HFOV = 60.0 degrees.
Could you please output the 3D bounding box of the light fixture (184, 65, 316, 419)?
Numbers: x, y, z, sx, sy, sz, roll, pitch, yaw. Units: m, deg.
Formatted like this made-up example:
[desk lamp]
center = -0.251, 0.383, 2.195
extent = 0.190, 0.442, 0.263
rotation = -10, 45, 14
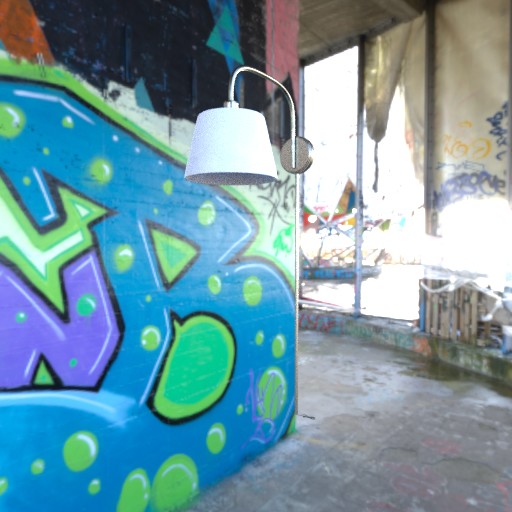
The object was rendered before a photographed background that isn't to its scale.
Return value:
[light fixture]
center = 0.000, 0.000, 0.478
extent = 0.092, 0.399, 0.176
rotation = 1, 2, 36
